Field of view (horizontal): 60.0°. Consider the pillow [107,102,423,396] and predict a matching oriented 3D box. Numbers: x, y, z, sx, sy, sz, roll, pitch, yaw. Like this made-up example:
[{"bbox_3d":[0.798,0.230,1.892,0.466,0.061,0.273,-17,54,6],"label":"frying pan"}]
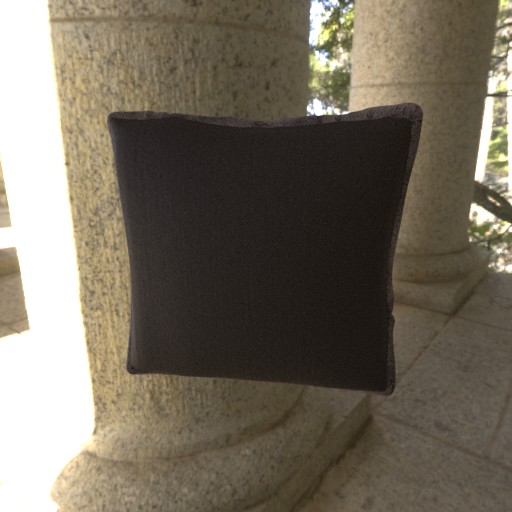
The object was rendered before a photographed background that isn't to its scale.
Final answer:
[{"bbox_3d":[0.000,0.000,0.799,0.522,0.520,0.204,2,17,8],"label":"pillow"}]
